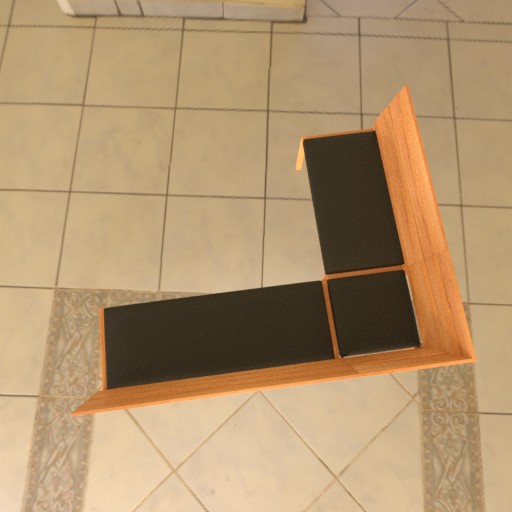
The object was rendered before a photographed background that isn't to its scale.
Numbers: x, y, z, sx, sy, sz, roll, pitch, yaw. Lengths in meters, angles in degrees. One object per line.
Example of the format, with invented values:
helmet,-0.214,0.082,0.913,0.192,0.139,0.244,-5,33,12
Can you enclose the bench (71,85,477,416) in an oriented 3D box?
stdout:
bench,0.000,0.000,2.727,1.948,0.890,1.548,-7,76,-2
